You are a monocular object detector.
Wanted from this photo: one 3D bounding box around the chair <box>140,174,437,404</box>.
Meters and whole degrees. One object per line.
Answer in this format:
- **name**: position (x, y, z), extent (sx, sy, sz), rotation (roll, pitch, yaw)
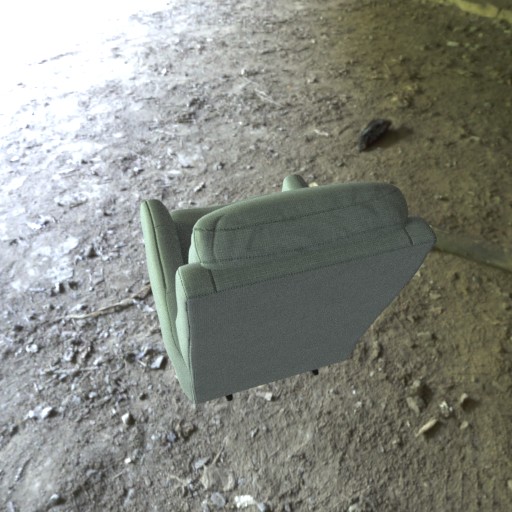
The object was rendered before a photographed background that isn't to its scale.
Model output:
- **chair**: position (0.000, 0.000, 1.738), extent (0.829, 1.030, 1.080), rotation (-12, 42, -14)
